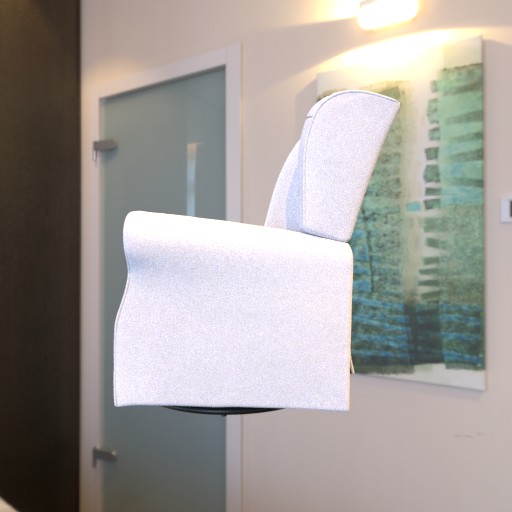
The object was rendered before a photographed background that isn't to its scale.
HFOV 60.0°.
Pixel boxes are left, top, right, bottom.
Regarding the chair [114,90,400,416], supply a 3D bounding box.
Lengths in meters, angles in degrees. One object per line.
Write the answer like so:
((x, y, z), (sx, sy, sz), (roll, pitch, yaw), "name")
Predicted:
((0.000, 0.000, 1.661), (0.854, 0.967, 0.906), (0, 0, 1), "chair")
